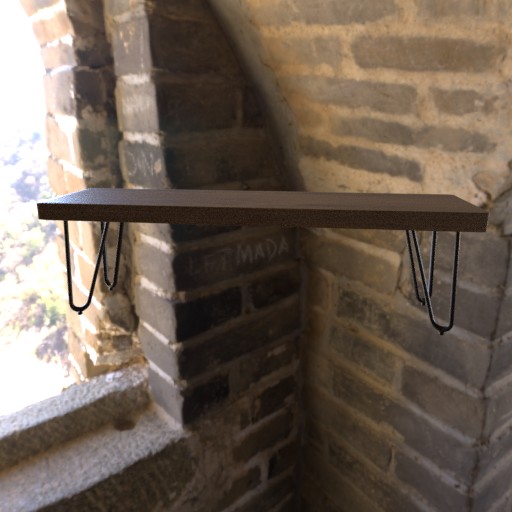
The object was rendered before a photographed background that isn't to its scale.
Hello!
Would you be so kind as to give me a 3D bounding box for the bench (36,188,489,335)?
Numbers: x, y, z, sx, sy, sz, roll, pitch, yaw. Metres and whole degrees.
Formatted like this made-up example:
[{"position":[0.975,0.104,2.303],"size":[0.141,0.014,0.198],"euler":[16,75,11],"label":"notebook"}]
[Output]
[{"position":[0.000,0.000,1.772],"size":[1.570,0.462,0.425],"euler":[2,16,7],"label":"bench"}]
